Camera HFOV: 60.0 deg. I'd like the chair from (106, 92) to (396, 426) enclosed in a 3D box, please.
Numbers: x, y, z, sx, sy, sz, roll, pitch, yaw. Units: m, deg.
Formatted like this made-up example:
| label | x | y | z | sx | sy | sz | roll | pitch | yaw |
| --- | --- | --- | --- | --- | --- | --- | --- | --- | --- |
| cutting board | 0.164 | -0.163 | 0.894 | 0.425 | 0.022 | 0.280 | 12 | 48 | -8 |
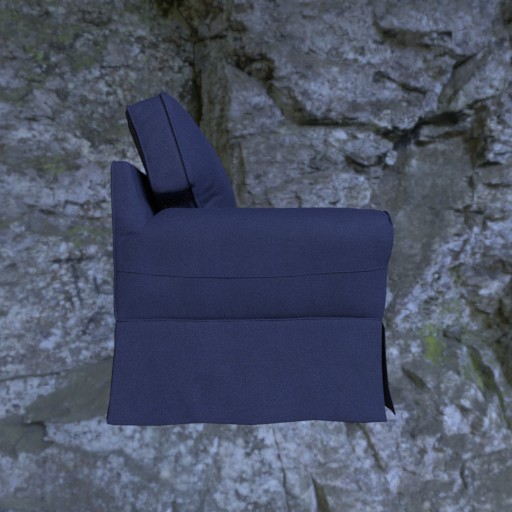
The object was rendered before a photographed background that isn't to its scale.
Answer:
| label | x | y | z | sx | sy | sz | roll | pitch | yaw |
| --- | --- | --- | --- | --- | --- | --- | --- | --- | --- |
| chair | 0.000 | 0.000 | 1.964 | 1.002 | 1.140 | 1.119 | 0 | 0 | -1 |
